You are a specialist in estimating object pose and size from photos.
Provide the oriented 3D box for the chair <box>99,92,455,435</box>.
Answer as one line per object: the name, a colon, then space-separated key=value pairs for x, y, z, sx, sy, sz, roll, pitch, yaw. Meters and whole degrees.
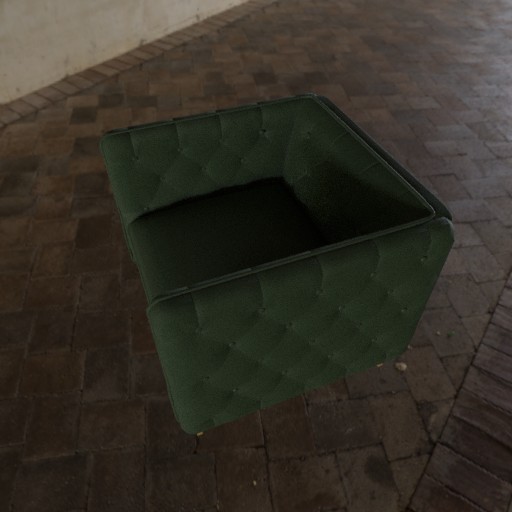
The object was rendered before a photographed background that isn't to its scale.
chair: x=0.000 y=0.000 z=1.614 sx=0.855 sy=0.768 sz=0.917 roll=-16 pitch=48 yaw=-15
